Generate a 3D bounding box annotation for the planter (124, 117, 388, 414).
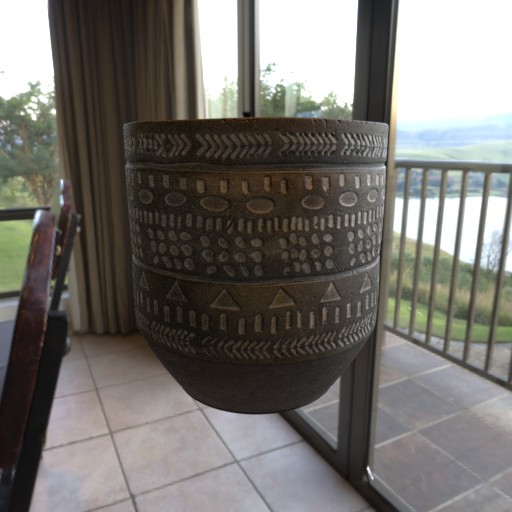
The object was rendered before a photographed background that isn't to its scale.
[{"bbox_3d":[0.000,0.000,0.262,0.142,0.149,0.142,0,14,0],"label":"planter"}]
